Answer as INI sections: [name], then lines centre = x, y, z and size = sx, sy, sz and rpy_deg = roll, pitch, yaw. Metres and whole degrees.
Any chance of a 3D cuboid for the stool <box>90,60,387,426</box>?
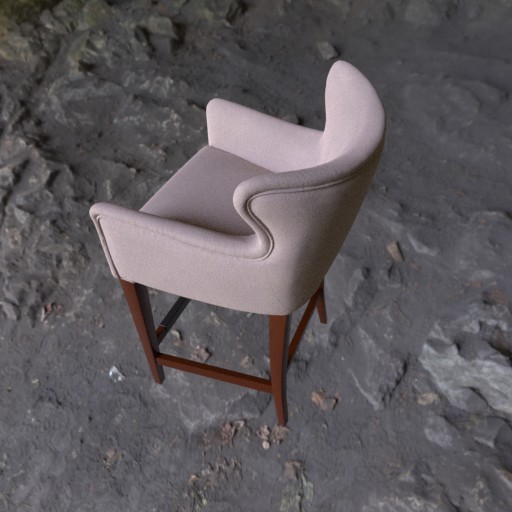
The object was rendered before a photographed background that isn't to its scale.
[stool]
centre = 0.000, 0.000, 1.289
size = 0.570, 0.951, 0.601
rpy_deg = 17, 47, 17
